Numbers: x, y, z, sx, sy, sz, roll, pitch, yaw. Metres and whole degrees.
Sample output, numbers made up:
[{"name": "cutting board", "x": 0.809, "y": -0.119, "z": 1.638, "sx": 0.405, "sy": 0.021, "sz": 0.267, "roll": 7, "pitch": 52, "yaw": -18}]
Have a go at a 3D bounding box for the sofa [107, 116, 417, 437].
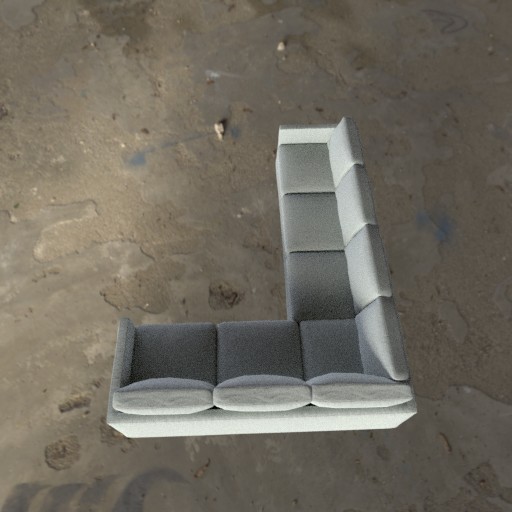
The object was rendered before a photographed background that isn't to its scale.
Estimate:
[{"name": "sofa", "x": 0.000, "y": 0.000, "z": 4.550, "sx": 2.522, "sy": 0.934, "sz": 3.333, "roll": -2, "pitch": 59, "yaw": -1}]
